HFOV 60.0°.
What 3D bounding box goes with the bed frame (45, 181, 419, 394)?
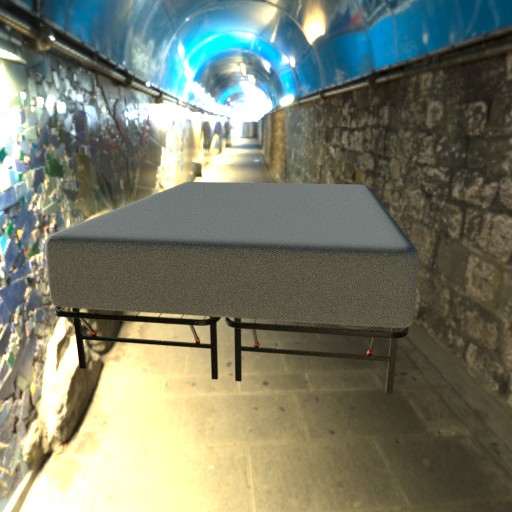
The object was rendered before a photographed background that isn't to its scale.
[{"bbox_3d":[0.000,0.000,2.762,1.528,0.677,2.037,2,16,8],"label":"bed frame"}]
